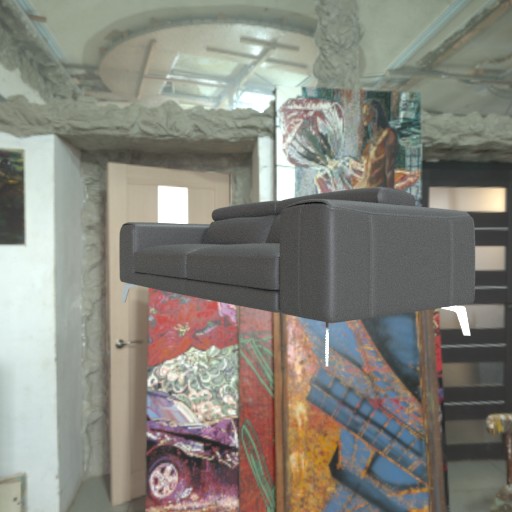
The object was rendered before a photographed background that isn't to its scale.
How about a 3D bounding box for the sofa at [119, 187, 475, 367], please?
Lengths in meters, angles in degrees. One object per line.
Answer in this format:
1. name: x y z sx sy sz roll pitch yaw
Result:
1. sofa: 0.000 0.000 2.818 1.023 0.759 2.321 -1 2 -35
